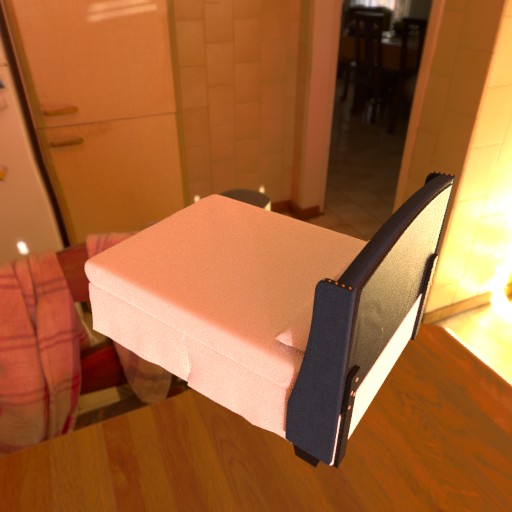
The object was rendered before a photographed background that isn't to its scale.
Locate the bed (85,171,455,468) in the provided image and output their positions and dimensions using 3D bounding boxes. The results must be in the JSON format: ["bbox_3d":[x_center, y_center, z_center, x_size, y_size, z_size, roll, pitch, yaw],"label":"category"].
[{"bbox_3d":[0.000,0.000,3.274,2.223,1.402,1.604,21,38,29],"label":"bed"}]
